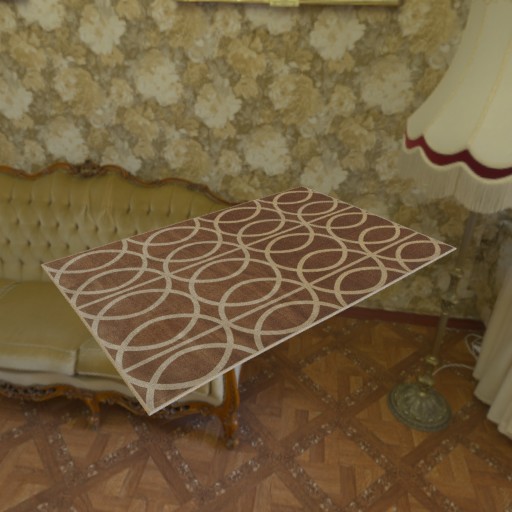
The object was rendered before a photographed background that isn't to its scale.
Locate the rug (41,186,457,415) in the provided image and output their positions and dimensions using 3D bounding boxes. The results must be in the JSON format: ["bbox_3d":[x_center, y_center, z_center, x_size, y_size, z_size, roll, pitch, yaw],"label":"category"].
[{"bbox_3d":[0.000,0.000,2.917,2.294,0.014,1.528,-21,36,-33],"label":"rug"}]
